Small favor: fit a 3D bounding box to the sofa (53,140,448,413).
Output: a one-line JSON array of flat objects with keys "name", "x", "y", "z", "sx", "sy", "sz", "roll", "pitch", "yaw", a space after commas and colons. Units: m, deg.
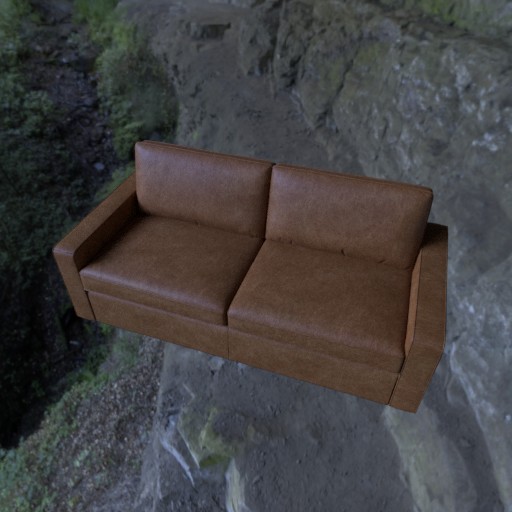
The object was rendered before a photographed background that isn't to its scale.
[{"name": "sofa", "x": 0.000, "y": 0.000, "z": 2.645, "sx": 2.156, "sy": 0.928, "sz": 0.991, "roll": 13, "pitch": 42, "yaw": 14}]
